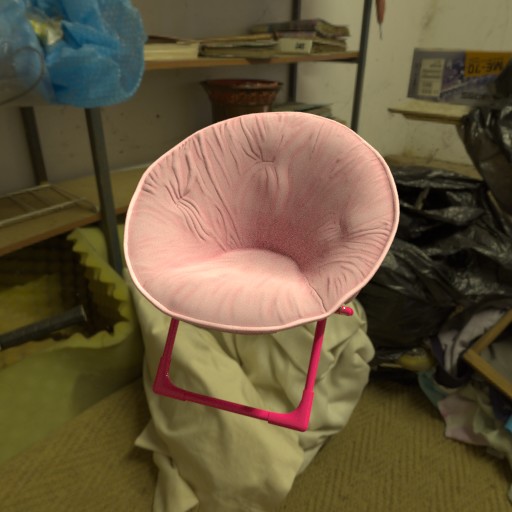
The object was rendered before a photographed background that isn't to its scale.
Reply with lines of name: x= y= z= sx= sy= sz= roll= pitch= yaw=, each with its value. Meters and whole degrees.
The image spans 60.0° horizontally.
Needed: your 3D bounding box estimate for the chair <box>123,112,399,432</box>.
chair: x=0.000 y=0.000 z=0.894 sx=0.522 sy=0.494 sz=0.459 roll=9 pitch=28 yaw=16
